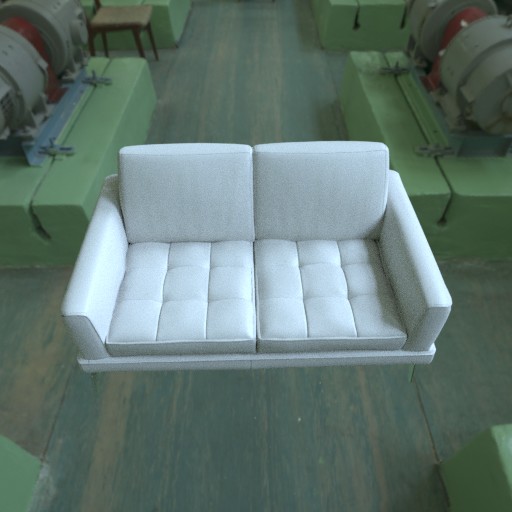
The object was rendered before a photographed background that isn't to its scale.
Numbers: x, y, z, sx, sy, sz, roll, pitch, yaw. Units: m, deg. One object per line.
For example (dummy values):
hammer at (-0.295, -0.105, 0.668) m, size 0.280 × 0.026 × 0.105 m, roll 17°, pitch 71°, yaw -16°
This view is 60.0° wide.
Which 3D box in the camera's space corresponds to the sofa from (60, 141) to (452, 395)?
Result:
sofa at (0.000, 0.000, 2.435) m, size 1.819 × 0.930 × 1.121 m, roll -1°, pitch 46°, yaw -1°
